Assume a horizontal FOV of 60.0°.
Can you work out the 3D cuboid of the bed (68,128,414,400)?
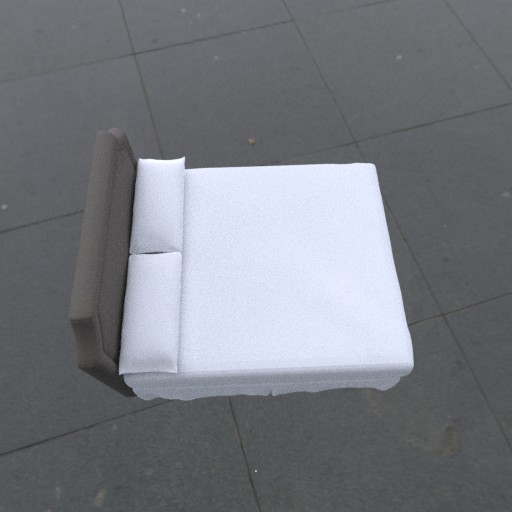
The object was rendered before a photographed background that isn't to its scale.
[{"bbox_3d":[0.000,0.000,3.927,2.536,1.561,2.194,-2,64,-1],"label":"bed"}]
